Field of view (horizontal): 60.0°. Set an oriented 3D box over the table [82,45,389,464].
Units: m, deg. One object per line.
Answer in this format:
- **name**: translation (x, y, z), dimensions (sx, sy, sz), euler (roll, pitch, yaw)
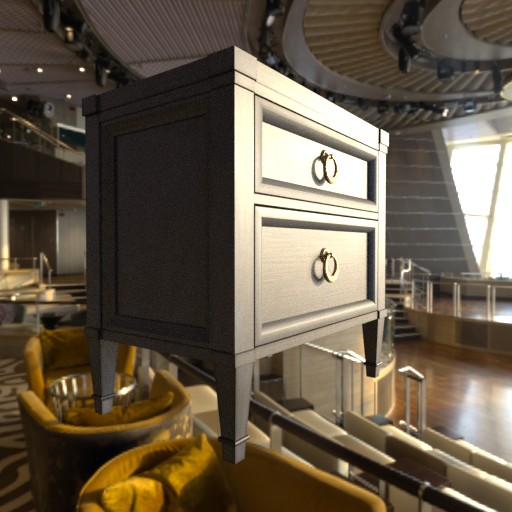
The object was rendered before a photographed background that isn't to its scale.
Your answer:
- **table**: translation (0.000, 0.000, 1.069), dimensions (0.413, 0.660, 0.660), euler (1, 1, 37)
